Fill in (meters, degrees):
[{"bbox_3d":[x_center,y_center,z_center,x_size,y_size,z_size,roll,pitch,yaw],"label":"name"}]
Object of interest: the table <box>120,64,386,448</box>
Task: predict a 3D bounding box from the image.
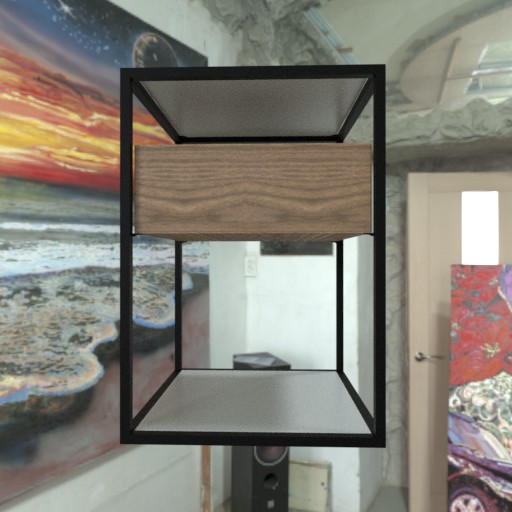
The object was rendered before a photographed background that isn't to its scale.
[{"bbox_3d":[0.000,0.000,0.818,0.378,0.540,0.378,0,0,2],"label":"table"}]
